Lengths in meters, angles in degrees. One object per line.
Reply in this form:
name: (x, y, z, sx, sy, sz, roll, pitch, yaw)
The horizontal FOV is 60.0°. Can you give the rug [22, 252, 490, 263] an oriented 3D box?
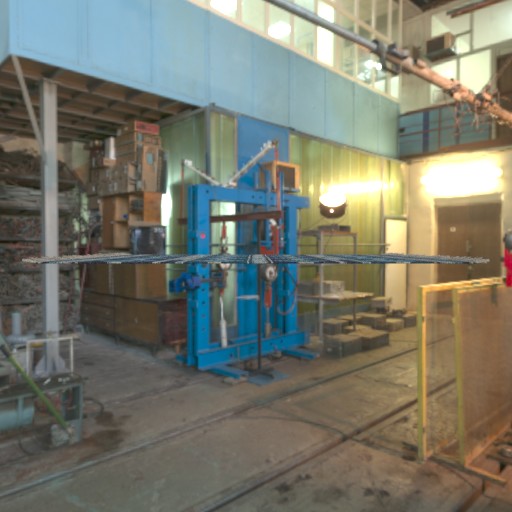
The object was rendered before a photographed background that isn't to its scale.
rug: (0.000, 0.000, 4.288, 3.307, 0.047, 2.418, 0, 1, 0)
